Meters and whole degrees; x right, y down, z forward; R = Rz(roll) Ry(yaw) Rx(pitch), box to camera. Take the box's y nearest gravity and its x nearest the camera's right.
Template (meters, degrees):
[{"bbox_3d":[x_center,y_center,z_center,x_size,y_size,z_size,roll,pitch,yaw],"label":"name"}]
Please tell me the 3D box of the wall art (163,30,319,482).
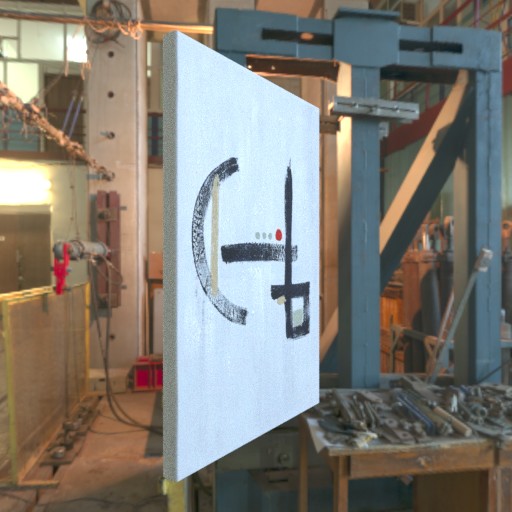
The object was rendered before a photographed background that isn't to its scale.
[{"bbox_3d":[0.000,0.000,1.148,0.048,0.916,0.602,0,0,37],"label":"wall art"}]
